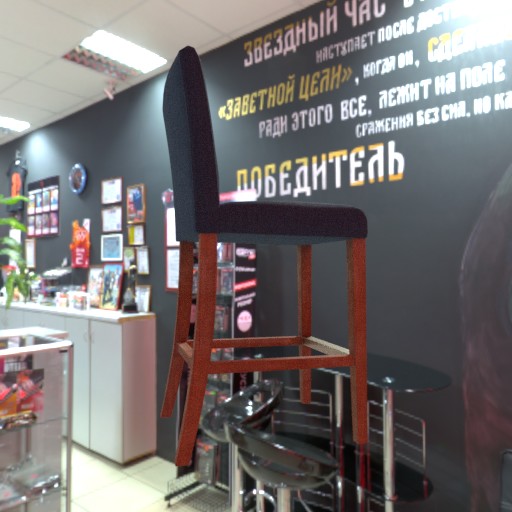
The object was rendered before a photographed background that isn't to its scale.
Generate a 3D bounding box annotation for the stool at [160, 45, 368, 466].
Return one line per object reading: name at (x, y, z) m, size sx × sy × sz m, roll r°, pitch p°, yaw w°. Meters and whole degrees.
stool at (0.000, 0.000, 1.417) m, size 0.574 × 1.088 × 0.454 m, roll 0°, pitch -1°, yaw -17°
